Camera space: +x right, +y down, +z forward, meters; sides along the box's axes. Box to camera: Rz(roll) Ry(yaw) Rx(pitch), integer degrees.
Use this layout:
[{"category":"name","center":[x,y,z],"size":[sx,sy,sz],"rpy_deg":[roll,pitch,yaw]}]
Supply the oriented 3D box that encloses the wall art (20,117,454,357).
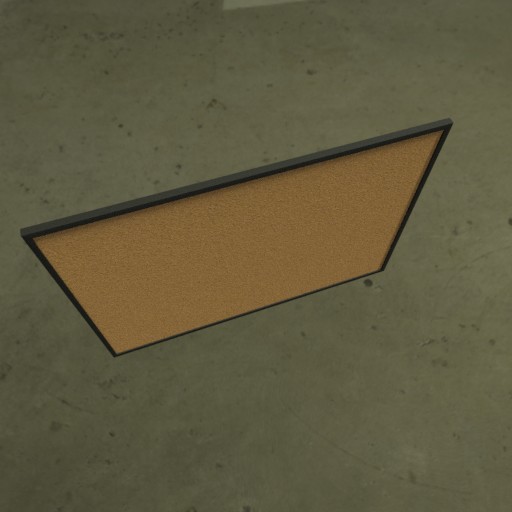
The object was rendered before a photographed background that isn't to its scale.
[{"category":"wall art","center":[0.000,0.000,0.842],"size":[0.664,0.458,0.013],"rpy_deg":[-17,59,-10]}]
